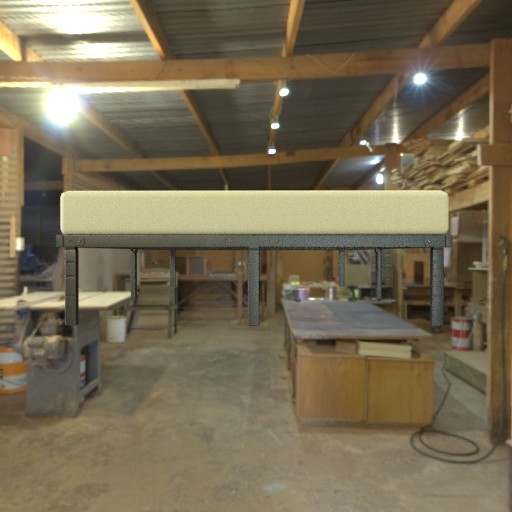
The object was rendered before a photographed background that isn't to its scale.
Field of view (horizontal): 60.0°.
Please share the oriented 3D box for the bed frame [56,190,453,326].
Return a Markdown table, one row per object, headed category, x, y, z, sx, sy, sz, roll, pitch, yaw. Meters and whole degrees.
| category | x | y | z | sx | sy | sz | roll | pitch | yaw |
| --- | --- | --- | --- | --- | --- | --- | --- | --- | --- |
| bed frame | 0.000 | 0.000 | 3.518 | 1.990 | 0.680 | 2.635 | 0 | 0 | 1 |
